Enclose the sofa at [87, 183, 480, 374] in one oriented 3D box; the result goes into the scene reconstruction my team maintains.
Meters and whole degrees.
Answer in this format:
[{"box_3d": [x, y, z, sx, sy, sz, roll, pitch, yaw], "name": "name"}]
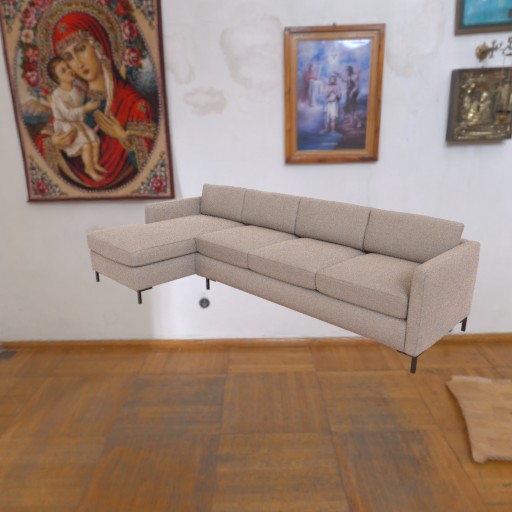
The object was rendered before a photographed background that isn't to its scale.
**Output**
[{"box_3d": [0.000, 0.000, 3.528, 2.923, 0.816, 1.469, 16, 23, 42], "name": "sofa"}]
